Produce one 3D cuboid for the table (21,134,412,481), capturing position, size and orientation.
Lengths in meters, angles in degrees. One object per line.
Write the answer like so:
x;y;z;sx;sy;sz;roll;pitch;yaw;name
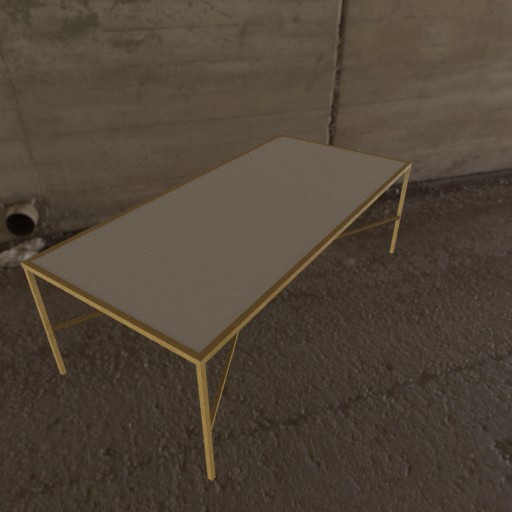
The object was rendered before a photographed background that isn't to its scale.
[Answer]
0.000;0.000;1.482;0.580;0.398;1.206;21;38;28;table
